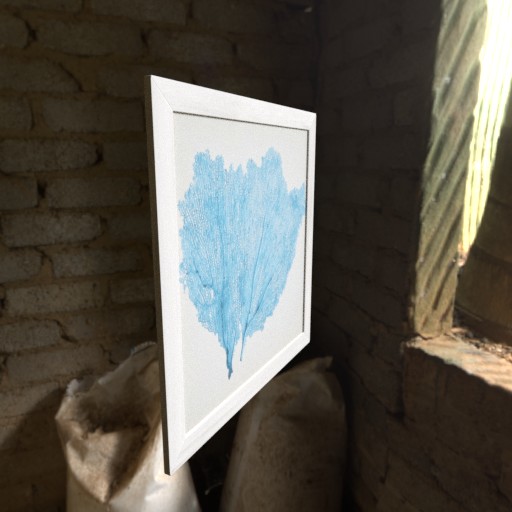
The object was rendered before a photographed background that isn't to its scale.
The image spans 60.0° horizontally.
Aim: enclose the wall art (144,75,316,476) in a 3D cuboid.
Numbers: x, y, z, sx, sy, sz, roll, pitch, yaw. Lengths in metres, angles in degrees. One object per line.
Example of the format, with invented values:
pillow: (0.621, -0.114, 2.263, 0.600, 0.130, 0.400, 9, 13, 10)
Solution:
wall art: (0.000, 0.000, 0.876, 0.013, 0.584, 0.584, 7, 14, 28)
